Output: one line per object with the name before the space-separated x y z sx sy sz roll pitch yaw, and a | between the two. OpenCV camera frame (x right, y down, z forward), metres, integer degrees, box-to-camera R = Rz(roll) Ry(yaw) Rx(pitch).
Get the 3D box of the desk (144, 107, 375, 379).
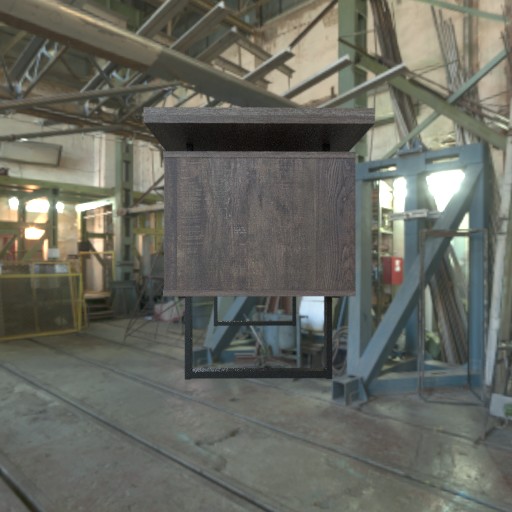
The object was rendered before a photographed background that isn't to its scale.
desk | 0.000 0.000 1.909 0.600 0.760 1.524 0 0 -1
